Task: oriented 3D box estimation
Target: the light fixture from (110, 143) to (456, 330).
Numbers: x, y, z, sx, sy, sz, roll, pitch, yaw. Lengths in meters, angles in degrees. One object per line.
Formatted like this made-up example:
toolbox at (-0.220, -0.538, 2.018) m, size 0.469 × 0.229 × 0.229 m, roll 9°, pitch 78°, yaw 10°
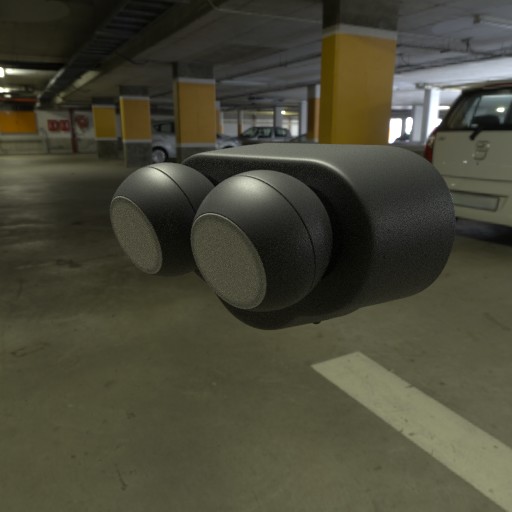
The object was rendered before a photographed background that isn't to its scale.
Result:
light fixture at (0.000, 0.000, 0.331) m, size 0.229 × 0.159 × 0.159 m, roll 15°, pitch 21°, yaw 42°
